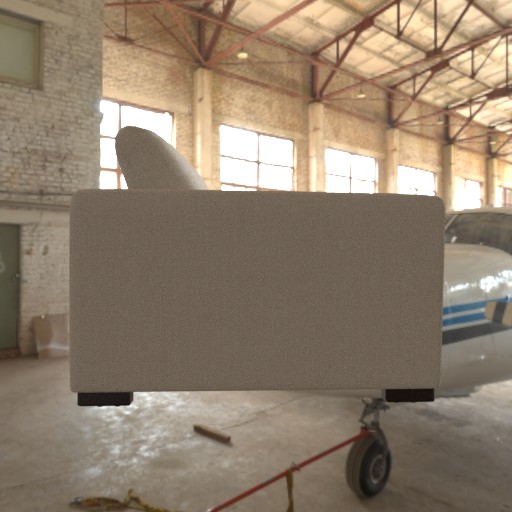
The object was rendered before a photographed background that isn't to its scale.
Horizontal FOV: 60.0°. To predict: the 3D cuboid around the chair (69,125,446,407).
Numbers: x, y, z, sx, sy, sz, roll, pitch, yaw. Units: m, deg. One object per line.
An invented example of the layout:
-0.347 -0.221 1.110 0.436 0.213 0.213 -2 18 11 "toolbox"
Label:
0.000 0.000 1.797 1.100 0.876 1.070 0 0 -2 "chair"
